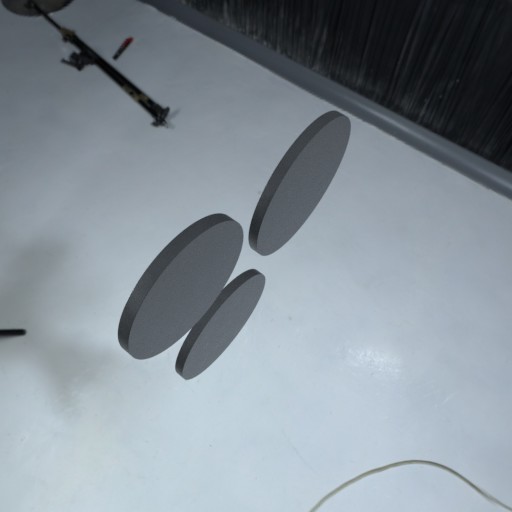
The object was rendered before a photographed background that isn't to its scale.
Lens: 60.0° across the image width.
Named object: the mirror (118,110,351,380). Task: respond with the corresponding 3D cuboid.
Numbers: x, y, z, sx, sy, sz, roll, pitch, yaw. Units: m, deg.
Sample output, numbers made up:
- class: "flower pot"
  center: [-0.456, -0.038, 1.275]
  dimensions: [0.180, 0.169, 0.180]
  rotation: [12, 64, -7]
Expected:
- class: "mirror"
  center: [0.000, 0.000, 3.196]
  dimensions: [0.076, 2.096, 2.160]
  rotation: [35, 68, 16]
